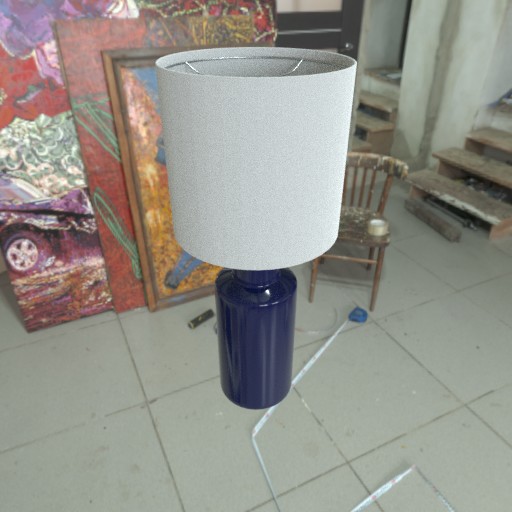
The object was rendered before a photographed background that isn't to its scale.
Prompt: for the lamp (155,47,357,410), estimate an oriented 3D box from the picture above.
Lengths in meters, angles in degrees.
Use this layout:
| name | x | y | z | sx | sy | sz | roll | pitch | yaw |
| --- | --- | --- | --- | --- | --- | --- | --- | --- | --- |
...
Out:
| name | x | y | z | sx | sy | sz | roll | pitch | yaw |
| --- | --- | --- | --- | --- | --- | --- | --- | --- | --- |
| lamp | 0.000 | 0.000 | 0.602 | 0.212 | 0.493 | 0.212 | 20 | 37 | 29 |
